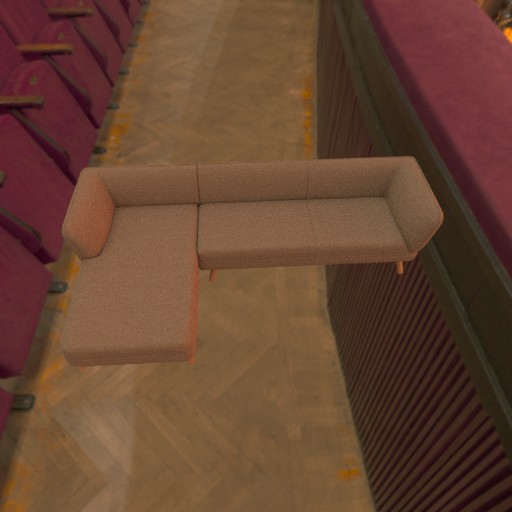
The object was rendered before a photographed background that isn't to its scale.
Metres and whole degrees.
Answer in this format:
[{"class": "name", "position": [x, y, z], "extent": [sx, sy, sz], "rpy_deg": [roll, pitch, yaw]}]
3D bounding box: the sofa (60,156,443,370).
[{"class": "sofa", "position": [0.000, 0.000, 3.245], "extent": [2.653, 0.693, 1.532], "rpy_deg": [-2, 47, -2]}]
